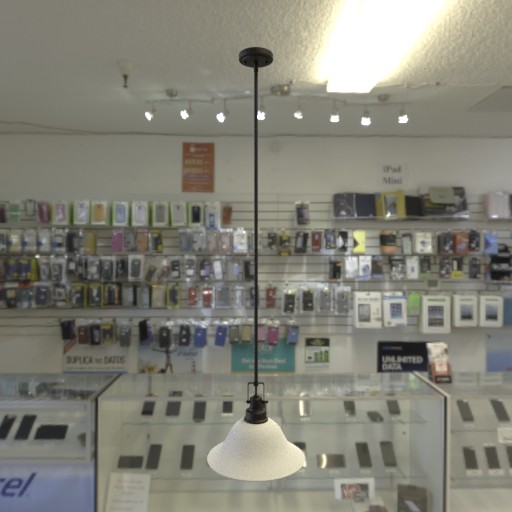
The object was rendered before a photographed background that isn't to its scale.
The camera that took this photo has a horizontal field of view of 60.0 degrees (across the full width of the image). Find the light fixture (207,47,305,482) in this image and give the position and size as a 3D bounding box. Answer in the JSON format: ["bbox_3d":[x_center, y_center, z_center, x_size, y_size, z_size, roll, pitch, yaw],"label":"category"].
[{"bbox_3d":[0.000,0.000,1.473,0.324,1.337,0.324,0,0,1],"label":"light fixture"}]
